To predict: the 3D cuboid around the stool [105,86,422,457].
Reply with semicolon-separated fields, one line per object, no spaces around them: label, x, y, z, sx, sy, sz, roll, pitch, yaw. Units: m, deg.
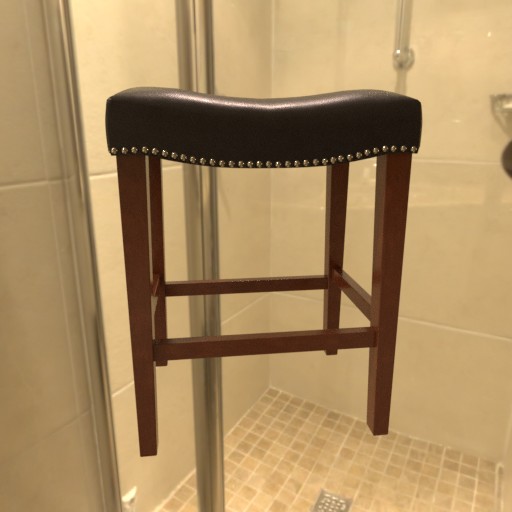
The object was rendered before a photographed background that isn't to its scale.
stool;0.000;0.000;0.930;0.504;0.654;0.372;-2;16;-7
